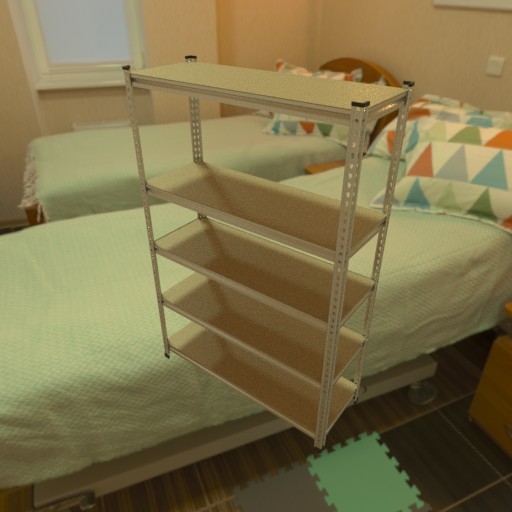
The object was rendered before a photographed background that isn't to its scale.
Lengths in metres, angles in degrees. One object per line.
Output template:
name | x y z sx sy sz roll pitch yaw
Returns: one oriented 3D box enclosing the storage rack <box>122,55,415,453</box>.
storage rack | 0.000 0.000 2.368 1.219 1.829 0.457 22 38 31
